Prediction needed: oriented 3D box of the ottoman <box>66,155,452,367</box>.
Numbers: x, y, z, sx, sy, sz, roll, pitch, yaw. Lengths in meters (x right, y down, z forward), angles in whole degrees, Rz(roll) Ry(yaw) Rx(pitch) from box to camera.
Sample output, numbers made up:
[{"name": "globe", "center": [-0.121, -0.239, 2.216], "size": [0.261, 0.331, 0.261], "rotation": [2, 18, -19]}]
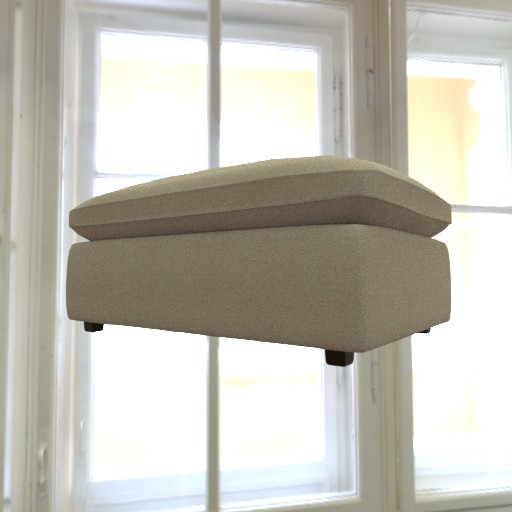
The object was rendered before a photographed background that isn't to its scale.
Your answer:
[{"name": "ottoman", "center": [0.000, 0.000, 1.323], "size": [0.984, 0.453, 0.686], "rotation": [-2, -3, 36]}]
